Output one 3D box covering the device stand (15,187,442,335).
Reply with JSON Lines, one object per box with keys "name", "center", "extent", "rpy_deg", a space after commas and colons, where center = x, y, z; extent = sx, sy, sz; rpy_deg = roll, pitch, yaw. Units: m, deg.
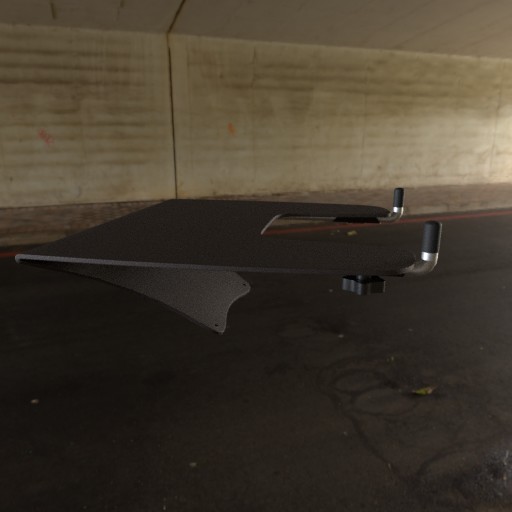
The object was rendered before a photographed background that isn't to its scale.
{"name": "device stand", "center": [0.000, 0.000, 0.340], "extent": [0.230, 0.092, 0.230], "rpy_deg": [3, 16, 11]}
